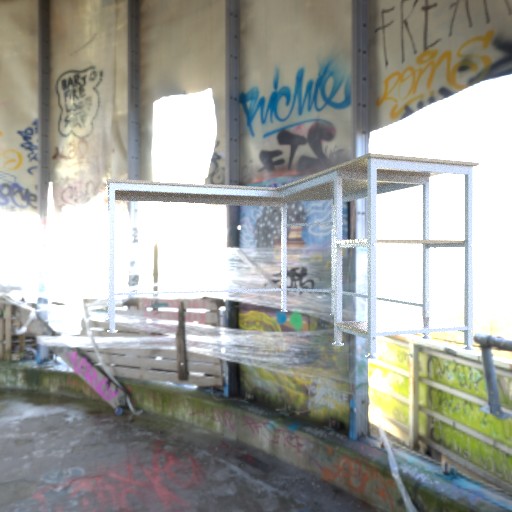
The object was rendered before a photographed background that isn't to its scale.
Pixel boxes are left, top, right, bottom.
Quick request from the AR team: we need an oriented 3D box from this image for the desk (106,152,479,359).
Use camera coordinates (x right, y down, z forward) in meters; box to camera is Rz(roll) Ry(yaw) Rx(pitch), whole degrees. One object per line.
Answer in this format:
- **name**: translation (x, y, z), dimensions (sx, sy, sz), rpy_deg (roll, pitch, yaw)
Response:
- **desk**: translation (0.000, 0.000, 2.166), dimensions (1.379, 0.739, 1.379), rpy_deg (0, 0, -19)
